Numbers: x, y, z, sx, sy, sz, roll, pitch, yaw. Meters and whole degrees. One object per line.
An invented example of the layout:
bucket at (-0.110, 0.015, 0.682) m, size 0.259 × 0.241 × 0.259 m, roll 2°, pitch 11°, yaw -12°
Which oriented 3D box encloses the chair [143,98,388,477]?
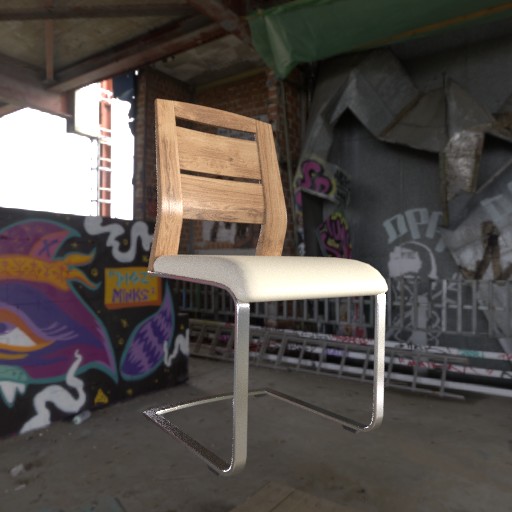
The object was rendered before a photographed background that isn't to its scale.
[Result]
chair at (0.000, 0.000, 1.229) m, size 0.457 × 0.955 × 0.561 m, roll 1°, pitch -1°, yaw -35°
